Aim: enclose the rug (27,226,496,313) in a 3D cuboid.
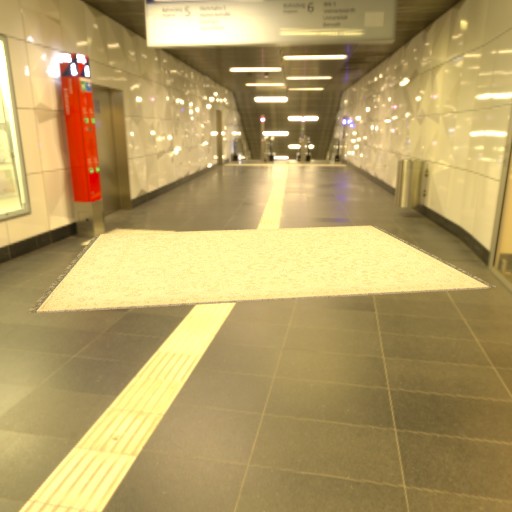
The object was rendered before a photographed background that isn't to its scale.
[{"bbox_3d":[0.000,0.000,2.798,2.233,0.011,1.514,-2,16,-8],"label":"rug"}]
